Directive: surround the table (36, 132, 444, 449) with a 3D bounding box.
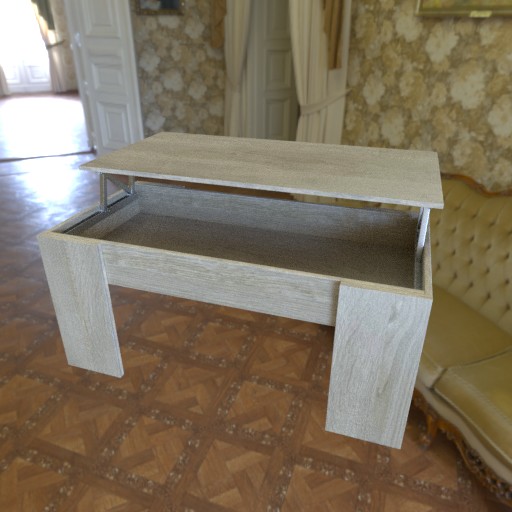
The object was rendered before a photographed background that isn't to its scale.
[{"bbox_3d":[0.000,0.000,1.404,1.000,0.570,0.711,9,29,16],"label":"table"}]
